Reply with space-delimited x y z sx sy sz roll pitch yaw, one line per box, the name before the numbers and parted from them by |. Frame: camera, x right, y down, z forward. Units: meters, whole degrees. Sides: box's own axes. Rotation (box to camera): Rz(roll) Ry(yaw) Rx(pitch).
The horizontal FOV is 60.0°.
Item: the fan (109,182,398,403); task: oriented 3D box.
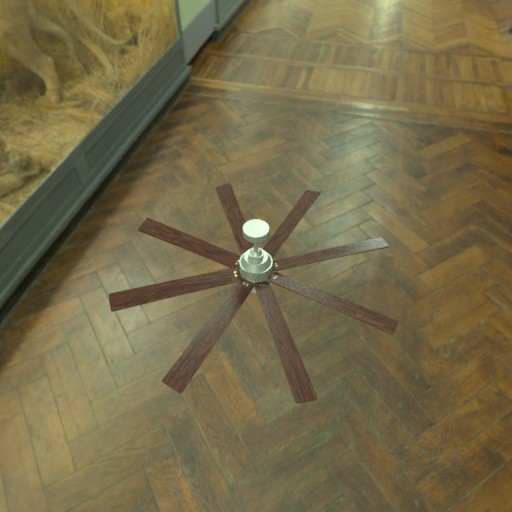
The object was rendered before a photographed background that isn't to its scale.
fan | 0.000 0.000 2.737 1.830 0.472 1.830 -12 48 -11
